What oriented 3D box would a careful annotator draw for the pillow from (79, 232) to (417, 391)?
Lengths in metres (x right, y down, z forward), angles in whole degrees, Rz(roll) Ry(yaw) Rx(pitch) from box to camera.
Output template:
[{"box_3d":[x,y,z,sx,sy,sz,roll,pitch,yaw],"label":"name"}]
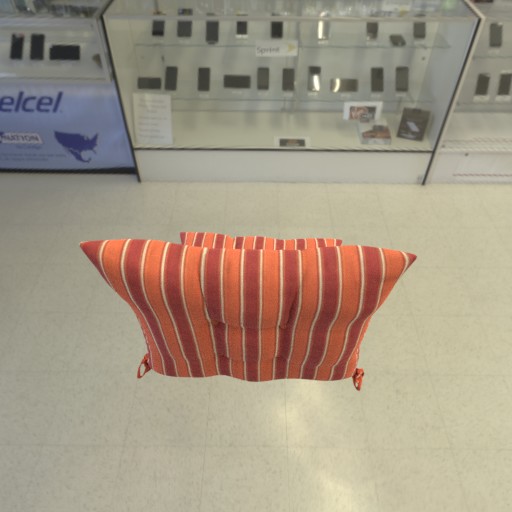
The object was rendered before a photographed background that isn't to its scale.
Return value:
[{"box_3d":[0.000,0.000,1.014,0.541,0.536,0.585,2,46,2],"label":"pillow"}]
